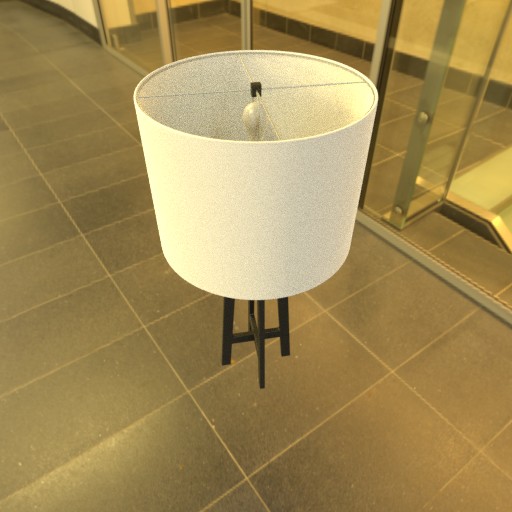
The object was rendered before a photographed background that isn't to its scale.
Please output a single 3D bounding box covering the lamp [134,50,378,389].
[{"bbox_3d":[0.000,0.000,0.634,0.257,0.489,0.257,25,47,25],"label":"lamp"}]
